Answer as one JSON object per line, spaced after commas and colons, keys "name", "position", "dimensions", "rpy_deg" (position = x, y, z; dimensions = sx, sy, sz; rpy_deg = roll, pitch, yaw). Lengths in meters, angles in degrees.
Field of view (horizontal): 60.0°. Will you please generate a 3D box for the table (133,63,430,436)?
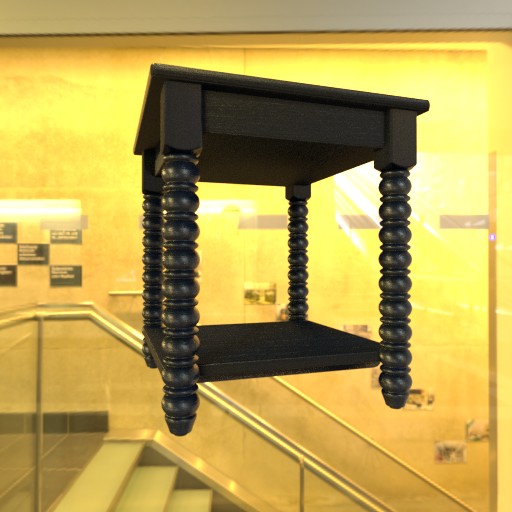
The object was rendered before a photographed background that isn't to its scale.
{"name": "table", "position": [0.000, 0.000, 0.978], "dimensions": [0.500, 0.567, 0.533], "rpy_deg": [0, 0, -18]}
